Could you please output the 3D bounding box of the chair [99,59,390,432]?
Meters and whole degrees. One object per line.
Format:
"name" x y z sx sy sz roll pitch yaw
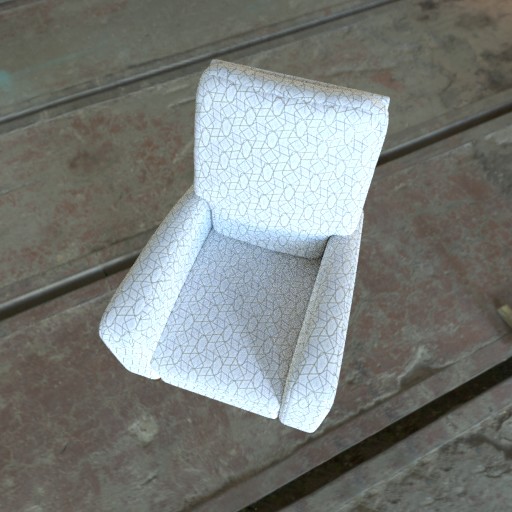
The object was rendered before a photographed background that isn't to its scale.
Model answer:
"chair" 0.000 0.000 1.685 0.796 1.064 0.995 16 62 9
